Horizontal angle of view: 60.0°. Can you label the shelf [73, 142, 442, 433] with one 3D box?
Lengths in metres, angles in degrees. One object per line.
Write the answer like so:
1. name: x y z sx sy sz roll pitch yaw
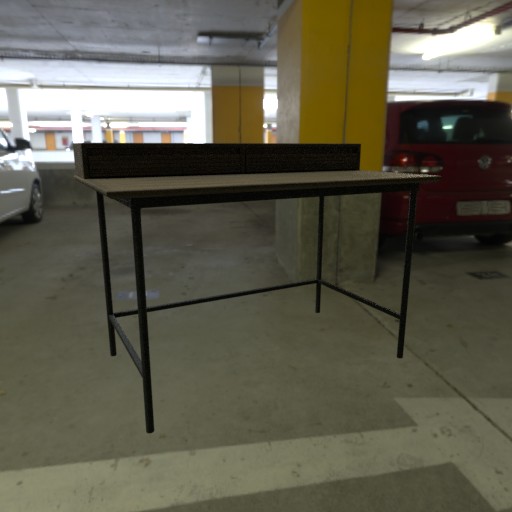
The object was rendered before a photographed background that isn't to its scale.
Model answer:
1. shelf: 0.000 0.000 1.751 1.212 0.865 0.685 -7 16 -27
